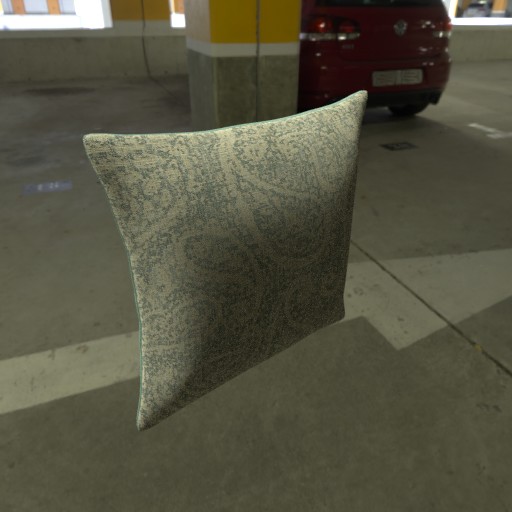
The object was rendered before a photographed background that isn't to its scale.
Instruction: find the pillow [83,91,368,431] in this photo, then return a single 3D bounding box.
[{"bbox_3d":[0.000,0.000,0.787,0.526,0.507,0.166,-21,36,-33],"label":"pillow"}]
